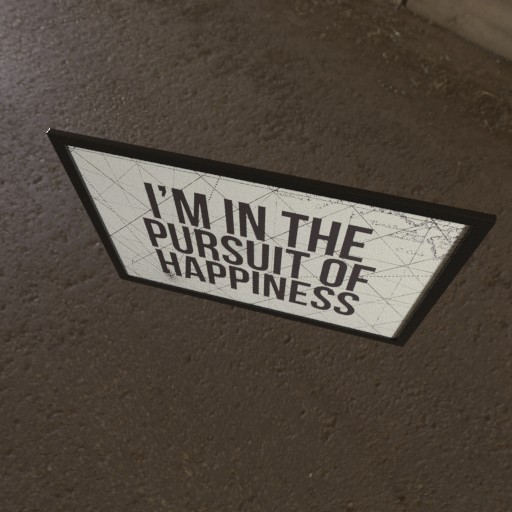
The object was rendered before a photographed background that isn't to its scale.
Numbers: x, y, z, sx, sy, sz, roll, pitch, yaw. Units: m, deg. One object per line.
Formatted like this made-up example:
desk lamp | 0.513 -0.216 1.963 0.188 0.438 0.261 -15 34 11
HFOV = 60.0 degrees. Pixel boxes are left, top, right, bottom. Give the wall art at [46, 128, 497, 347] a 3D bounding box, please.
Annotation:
wall art | 0.000 0.000 1.016 0.819 0.552 0.015 13 58 8
